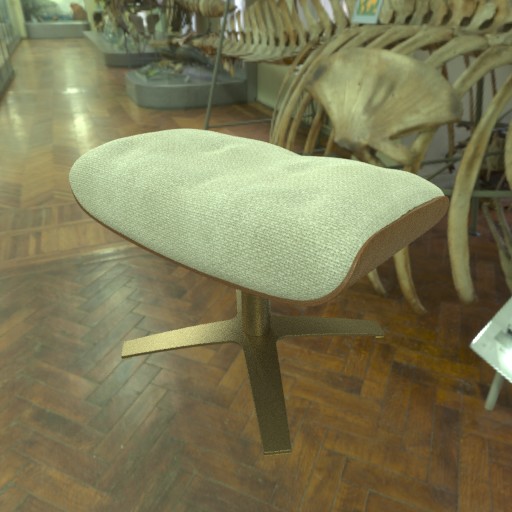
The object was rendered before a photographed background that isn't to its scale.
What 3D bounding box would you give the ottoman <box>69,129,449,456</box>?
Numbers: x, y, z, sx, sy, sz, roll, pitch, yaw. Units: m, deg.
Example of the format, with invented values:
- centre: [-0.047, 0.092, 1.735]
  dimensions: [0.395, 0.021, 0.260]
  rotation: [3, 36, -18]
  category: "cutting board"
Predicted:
- centre: [0.000, 0.000, 0.786]
  dimensions: [0.520, 0.391, 0.394]
  rotation: [21, 36, 32]
  category: "ottoman"
